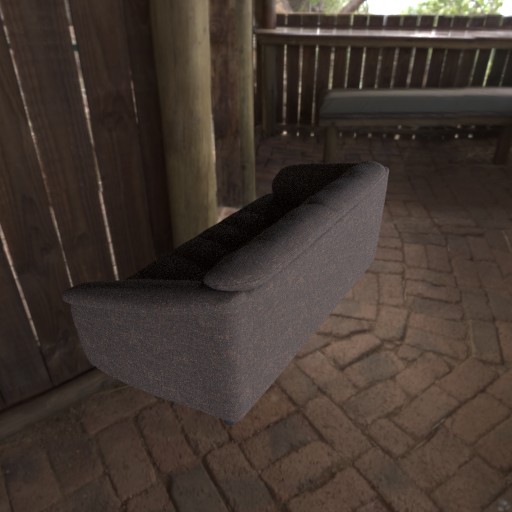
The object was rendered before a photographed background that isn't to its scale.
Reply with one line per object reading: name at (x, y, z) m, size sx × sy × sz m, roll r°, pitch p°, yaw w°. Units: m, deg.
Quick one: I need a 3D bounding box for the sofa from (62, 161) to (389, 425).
sofa at (0.000, 0.000, 2.382) m, size 0.887 × 0.790 × 1.849 m, roll 19°, pitch 36°, yaw 28°
